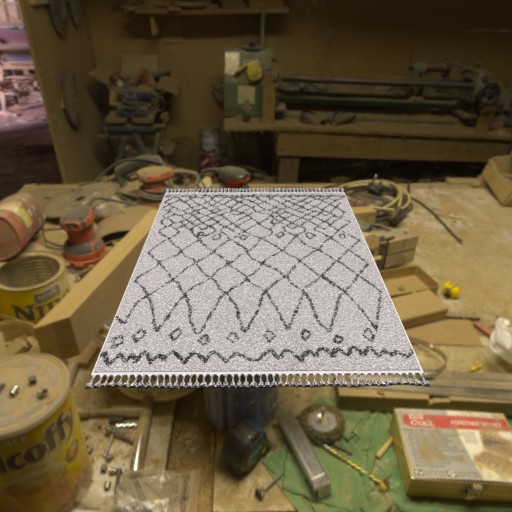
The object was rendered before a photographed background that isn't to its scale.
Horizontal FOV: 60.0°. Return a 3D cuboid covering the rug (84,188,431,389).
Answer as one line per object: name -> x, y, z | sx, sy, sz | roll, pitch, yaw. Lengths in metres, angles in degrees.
rug -> 0.000, 0.000, 3.037 | 1.613, 0.017, 2.312 | 0, 32, 0
